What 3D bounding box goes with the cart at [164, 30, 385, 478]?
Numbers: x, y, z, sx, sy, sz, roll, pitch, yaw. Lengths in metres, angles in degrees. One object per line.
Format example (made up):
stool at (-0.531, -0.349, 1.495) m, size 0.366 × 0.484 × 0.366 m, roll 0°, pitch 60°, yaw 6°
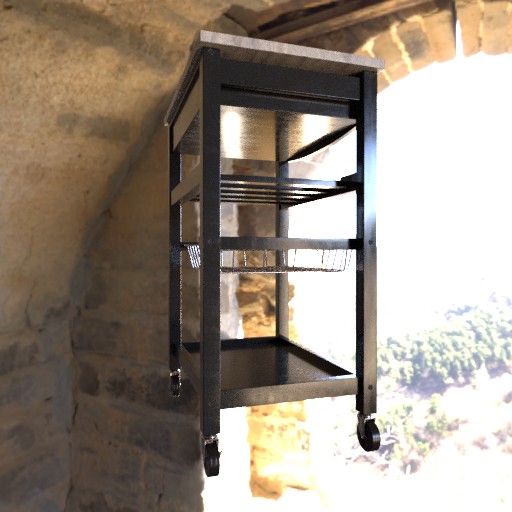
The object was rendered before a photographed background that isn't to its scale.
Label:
cart at (0.000, 0.000, 1.151) m, size 0.403 × 0.839 × 0.584 m, roll 0°, pitch 0°, yaw -18°
